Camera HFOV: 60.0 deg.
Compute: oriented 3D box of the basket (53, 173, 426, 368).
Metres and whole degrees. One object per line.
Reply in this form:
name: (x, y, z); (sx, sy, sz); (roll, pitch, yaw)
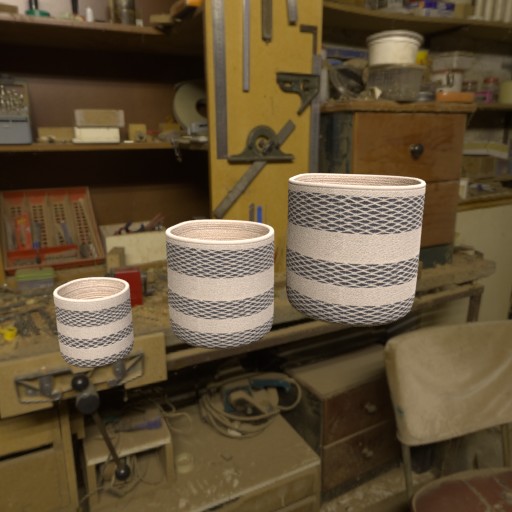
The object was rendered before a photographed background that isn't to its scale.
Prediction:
basket: (0.000, 0.000, 1.085); (0.917, 0.356, 0.351); (-7, 17, -24)
